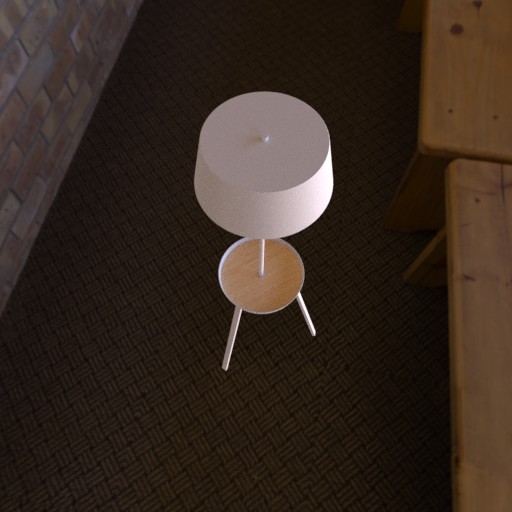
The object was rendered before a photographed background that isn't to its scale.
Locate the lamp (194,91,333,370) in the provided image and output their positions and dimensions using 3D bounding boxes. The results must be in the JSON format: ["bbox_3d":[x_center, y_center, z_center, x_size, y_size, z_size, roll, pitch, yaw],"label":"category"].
[{"bbox_3d":[0.000,0.000,1.679,0.508,1.429,0.468,-20,65,-9],"label":"lamp"}]
